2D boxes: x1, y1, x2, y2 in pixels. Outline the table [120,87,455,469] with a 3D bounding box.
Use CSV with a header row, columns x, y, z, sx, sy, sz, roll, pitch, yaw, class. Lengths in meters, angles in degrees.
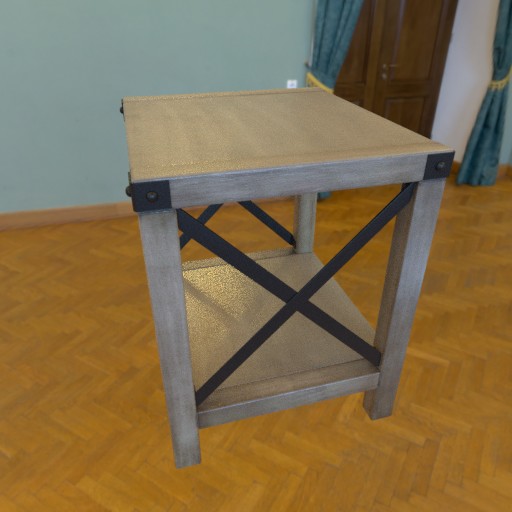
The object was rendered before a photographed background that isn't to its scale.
x,y,z,sx,sy,sz,roll,pitch,yaw,class
0.000,0.000,0.916,0.459,0.561,0.510,-8,32,-13,table
